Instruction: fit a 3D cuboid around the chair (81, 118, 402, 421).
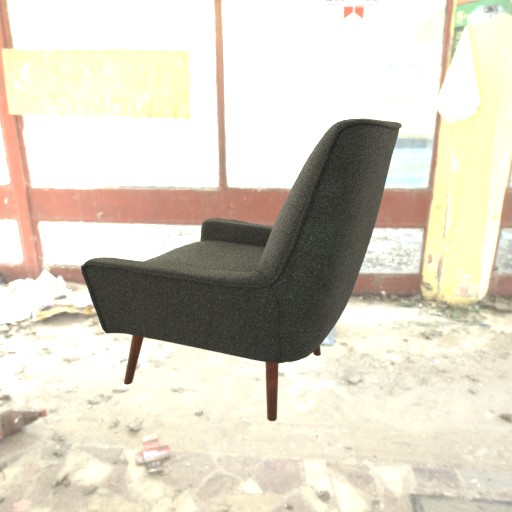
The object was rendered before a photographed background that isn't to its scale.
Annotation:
[{"bbox_3d":[0.000,0.000,1.500,0.859,0.883,0.763,8,18,24],"label":"chair"}]
